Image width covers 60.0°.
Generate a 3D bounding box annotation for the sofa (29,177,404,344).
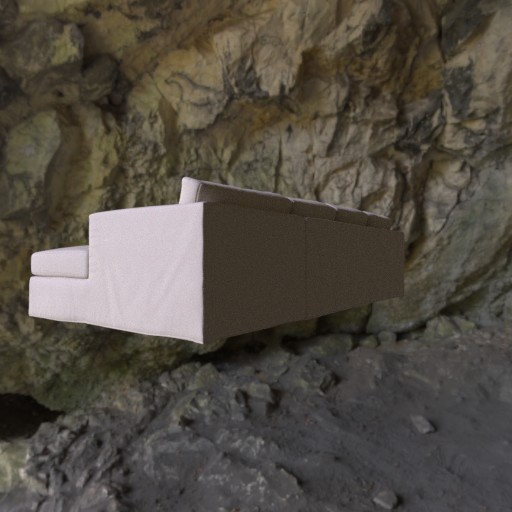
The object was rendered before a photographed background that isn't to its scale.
[{"bbox_3d":[0.000,0.000,3.866,1.622,0.871,3.206,0,0,35],"label":"sofa"}]
